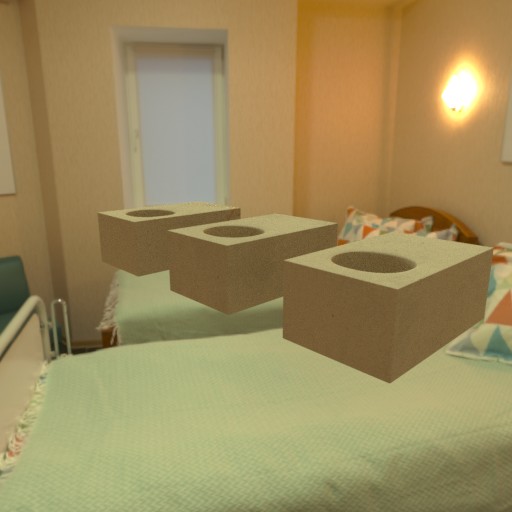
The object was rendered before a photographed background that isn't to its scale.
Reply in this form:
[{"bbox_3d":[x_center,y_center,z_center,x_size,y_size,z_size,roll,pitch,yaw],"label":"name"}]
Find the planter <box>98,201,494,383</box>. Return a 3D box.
[{"bbox_3d":[0.000,0.000,0.380,0.127,0.051,0.333,-13,20,-42],"label":"planter"}]
